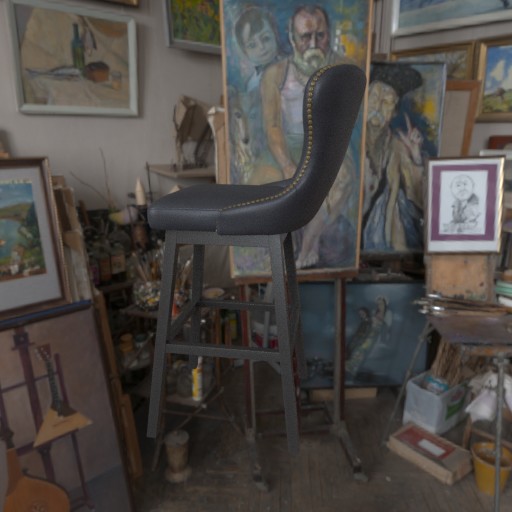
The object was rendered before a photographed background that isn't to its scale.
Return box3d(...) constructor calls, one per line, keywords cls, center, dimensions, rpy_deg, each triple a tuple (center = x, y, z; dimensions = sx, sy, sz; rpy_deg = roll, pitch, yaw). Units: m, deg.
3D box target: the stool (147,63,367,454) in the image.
box3d(cls="stool", center=(0.000, 0.000, 1.371), dimensions=(0.601, 1.050, 0.528), rpy_deg=(3, 16, 9))
